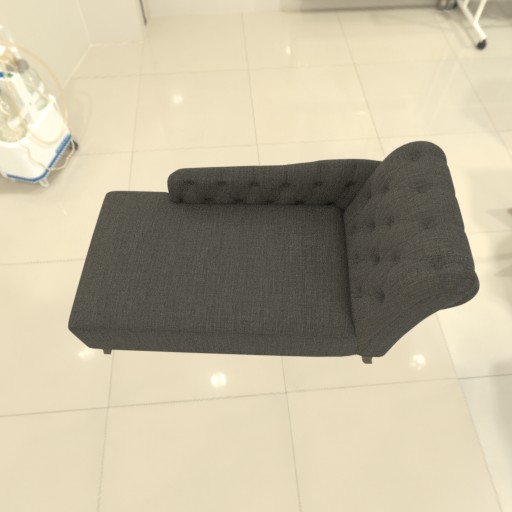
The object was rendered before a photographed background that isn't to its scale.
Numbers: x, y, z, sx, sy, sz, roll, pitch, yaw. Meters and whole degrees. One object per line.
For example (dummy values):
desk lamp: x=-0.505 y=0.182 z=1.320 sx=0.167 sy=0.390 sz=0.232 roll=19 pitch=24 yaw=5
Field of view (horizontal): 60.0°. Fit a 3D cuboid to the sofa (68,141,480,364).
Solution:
sofa: x=0.000 y=0.000 z=1.779 sx=1.379 sy=0.787 sz=0.675 roll=2 pitch=57 yaw=1
